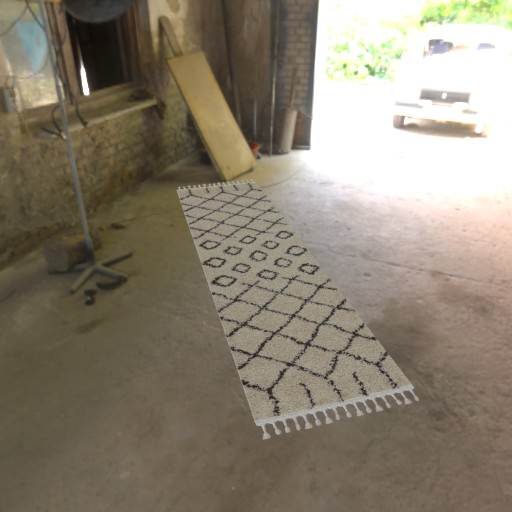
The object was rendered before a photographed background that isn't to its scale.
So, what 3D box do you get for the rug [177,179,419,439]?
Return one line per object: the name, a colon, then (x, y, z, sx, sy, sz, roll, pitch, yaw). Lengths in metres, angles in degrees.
rug: (0.000, 0.000, 2.666, 0.660, 0.005, 2.464, -8, 32, -14)
